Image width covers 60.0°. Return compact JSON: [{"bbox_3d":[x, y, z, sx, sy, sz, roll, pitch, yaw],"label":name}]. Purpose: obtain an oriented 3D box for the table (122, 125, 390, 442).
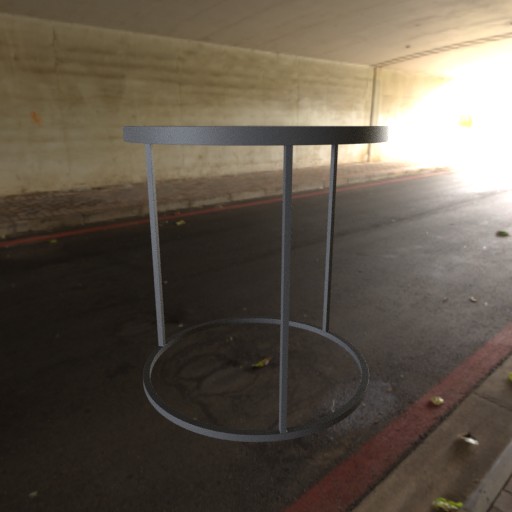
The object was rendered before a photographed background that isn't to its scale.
[{"bbox_3d":[0.000,0.000,0.882,0.470,0.498,0.470,0,16,0],"label":"table"}]
